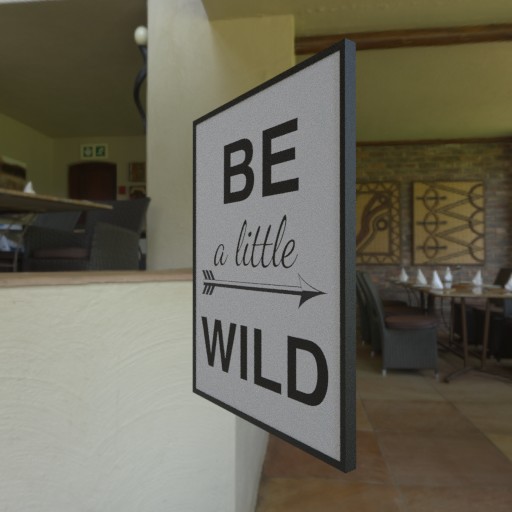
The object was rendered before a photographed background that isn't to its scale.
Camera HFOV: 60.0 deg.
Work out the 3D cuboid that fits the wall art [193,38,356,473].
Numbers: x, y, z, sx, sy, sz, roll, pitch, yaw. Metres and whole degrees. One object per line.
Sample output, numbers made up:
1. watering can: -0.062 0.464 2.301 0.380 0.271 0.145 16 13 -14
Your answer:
1. wall art: 0.000 0.000 1.421 0.038 1.062 0.806 0 0 -35
